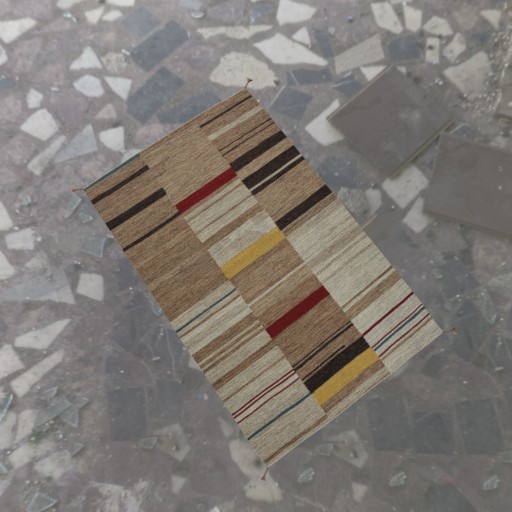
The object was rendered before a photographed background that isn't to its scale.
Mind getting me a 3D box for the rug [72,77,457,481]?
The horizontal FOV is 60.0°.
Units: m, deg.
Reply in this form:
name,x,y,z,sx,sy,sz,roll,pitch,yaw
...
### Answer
name,x,y,z,sx,sy,sz,roll,pitch,yaw
rug,0.000,0.000,2.433,1.268,0.007,1.918,-35,78,-8
